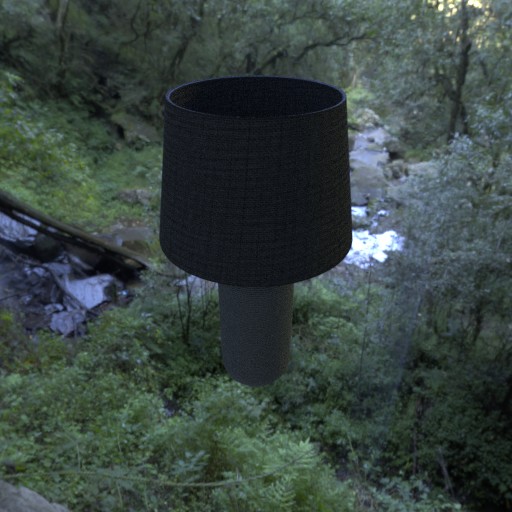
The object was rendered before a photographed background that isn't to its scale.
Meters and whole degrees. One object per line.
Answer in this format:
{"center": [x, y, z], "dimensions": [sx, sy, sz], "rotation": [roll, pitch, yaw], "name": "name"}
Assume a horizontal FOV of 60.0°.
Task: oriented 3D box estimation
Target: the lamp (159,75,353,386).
{"center": [0.000, 0.000, 0.607], "dimensions": [0.251, 0.429, 0.251], "rotation": [0, 33, 0], "name": "lamp"}
